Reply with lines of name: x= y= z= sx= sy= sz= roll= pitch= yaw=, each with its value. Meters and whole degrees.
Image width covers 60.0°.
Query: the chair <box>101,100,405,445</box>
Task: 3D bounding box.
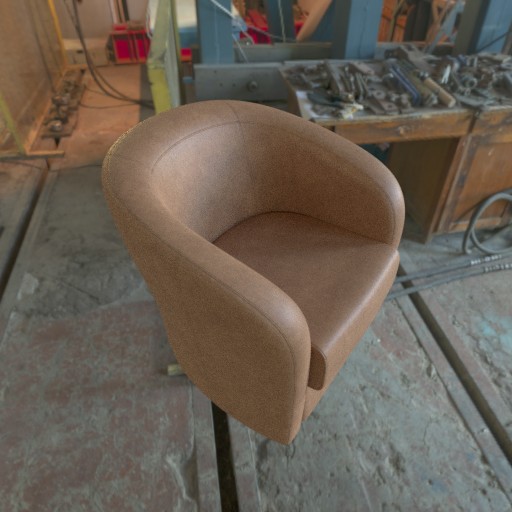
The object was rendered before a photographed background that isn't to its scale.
chair: x=0.000 y=0.000 z=1.452 sx=0.815 sy=0.771 sz=0.791 roll=25 pitch=46 yaw=26
